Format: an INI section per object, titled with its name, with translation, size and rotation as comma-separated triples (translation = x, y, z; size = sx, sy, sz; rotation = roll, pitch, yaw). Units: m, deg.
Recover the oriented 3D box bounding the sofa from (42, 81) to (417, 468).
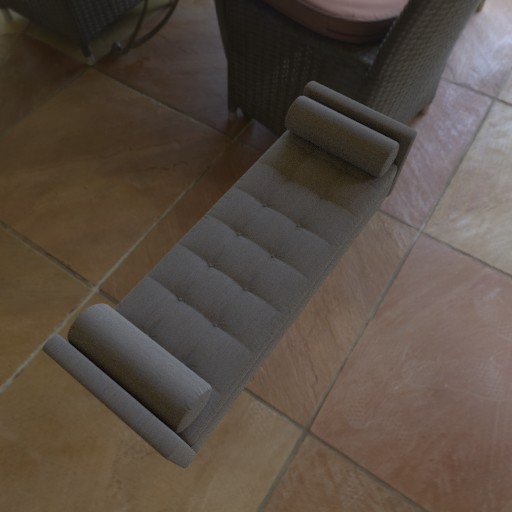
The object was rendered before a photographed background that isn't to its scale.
[sofa]
translation = 0.000, 0.000, 2.317
size = 0.686, 0.635, 1.981
rotation = 33, 66, 17
